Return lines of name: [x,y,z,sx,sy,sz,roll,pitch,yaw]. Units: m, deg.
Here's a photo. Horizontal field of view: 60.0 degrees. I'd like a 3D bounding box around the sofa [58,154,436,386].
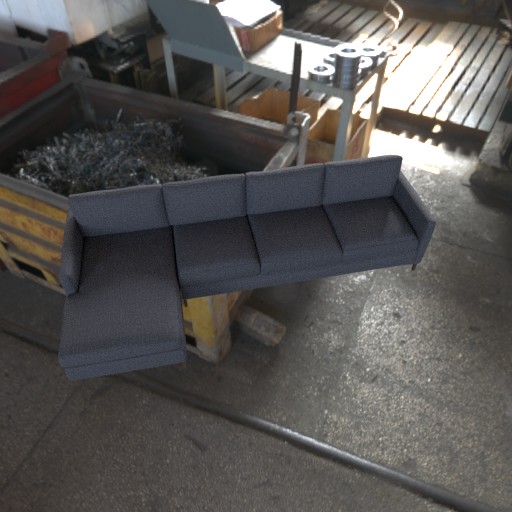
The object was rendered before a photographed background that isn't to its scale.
sofa: [0.000,0.000,2.938,2.445,0.673,1.125,-9,48,-8]
